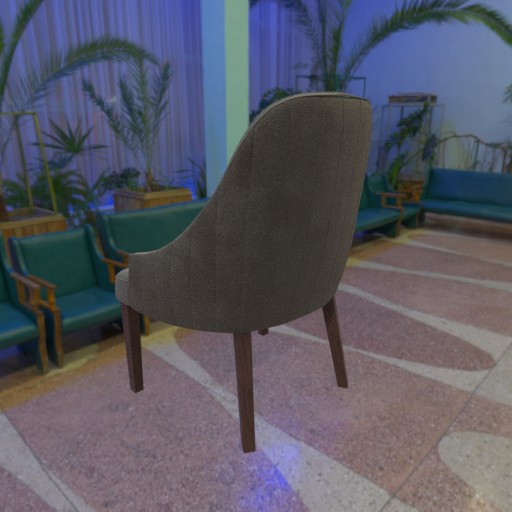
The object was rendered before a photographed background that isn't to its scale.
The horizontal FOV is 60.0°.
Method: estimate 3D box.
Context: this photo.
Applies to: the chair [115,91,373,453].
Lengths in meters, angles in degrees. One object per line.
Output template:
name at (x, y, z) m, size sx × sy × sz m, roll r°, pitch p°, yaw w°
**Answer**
chair at (0.000, 0.000, 1.312) m, size 0.643 × 0.889 × 0.575 m, roll -15°, pitch 23°, yaw -42°
